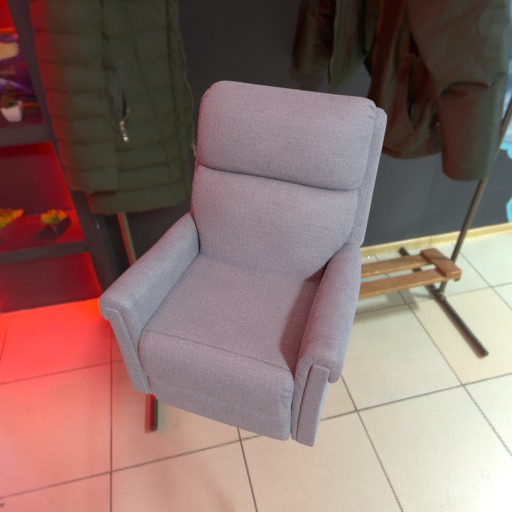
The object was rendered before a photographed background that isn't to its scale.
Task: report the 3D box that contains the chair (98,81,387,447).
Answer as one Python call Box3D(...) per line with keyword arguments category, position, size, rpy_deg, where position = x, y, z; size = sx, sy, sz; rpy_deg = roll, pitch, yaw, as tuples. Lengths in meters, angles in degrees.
Box3D(category="chair", position=(0.000, 0.000, 1.750), size=(0.838, 1.054, 1.014), rpy_deg=(13, 43, 14))
